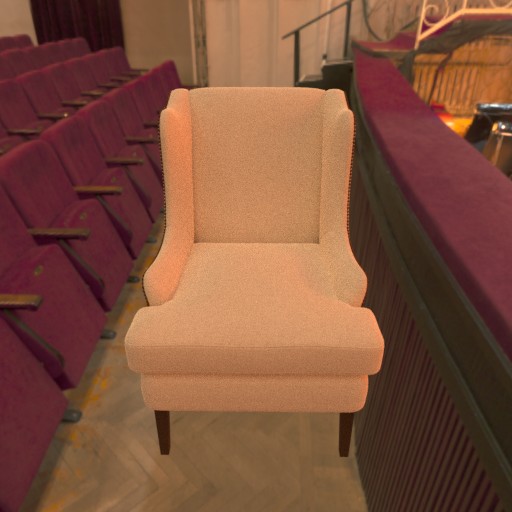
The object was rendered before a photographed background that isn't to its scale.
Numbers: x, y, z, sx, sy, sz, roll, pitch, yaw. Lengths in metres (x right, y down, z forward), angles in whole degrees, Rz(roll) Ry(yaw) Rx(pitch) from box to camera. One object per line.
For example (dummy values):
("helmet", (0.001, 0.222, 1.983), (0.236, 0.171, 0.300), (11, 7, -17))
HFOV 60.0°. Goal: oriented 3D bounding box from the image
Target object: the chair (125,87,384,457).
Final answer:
("chair", (0.000, 0.000, 1.601), (0.737, 1.029, 0.940), (0, 30, 1))
